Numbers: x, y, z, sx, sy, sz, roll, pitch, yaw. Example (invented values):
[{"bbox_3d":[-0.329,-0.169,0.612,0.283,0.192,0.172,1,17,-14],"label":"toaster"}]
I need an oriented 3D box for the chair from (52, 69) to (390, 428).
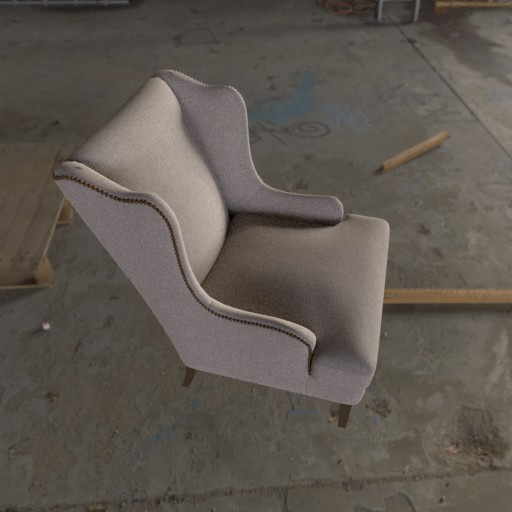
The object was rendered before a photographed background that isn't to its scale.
[{"bbox_3d":[0.000,0.000,1.616,0.940,1.029,0.737,11,46,11],"label":"chair"}]
